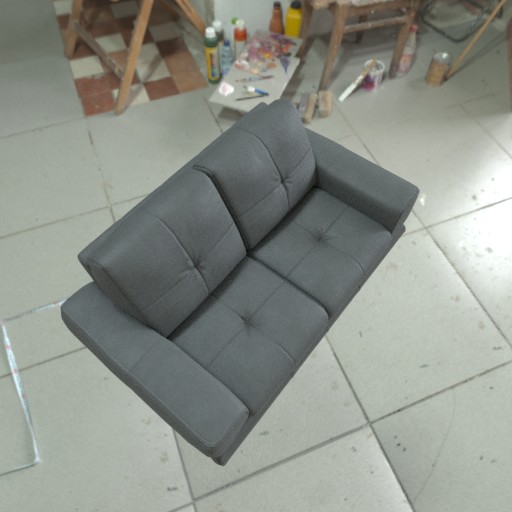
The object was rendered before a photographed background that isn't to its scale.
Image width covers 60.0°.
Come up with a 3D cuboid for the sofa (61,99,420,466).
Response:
[{"bbox_3d":[0.000,0.000,2.364,1.018,0.907,1.806,35,64,19],"label":"sofa"}]
